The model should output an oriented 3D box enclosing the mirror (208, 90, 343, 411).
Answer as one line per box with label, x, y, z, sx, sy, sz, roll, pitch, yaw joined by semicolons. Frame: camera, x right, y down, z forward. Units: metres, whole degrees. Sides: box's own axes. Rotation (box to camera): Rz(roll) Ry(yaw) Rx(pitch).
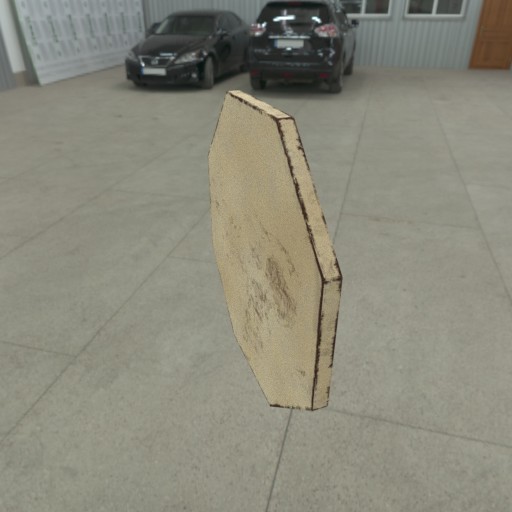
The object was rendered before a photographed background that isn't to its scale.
mirror;0.000;0.000;0.971;0.031;0.648;0.648;-10;31;-18
